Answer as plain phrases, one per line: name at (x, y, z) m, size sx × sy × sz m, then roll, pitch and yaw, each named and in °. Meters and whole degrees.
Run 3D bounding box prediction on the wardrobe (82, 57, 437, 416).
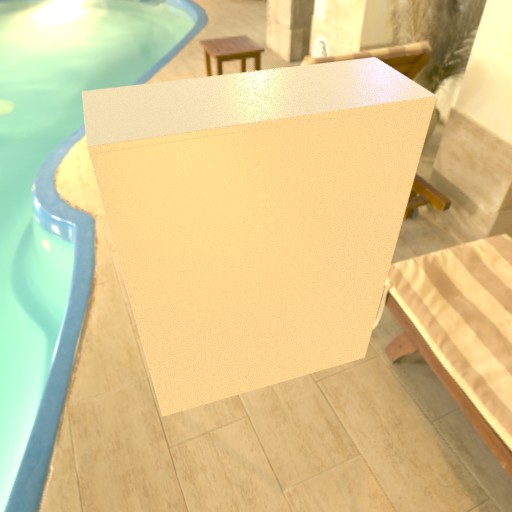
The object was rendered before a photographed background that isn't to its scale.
wardrobe at (0.000, 0.000, 1.606) m, size 0.900 × 1.200 × 0.360 m, roll -12°, pitch 43°, yaw -13°
